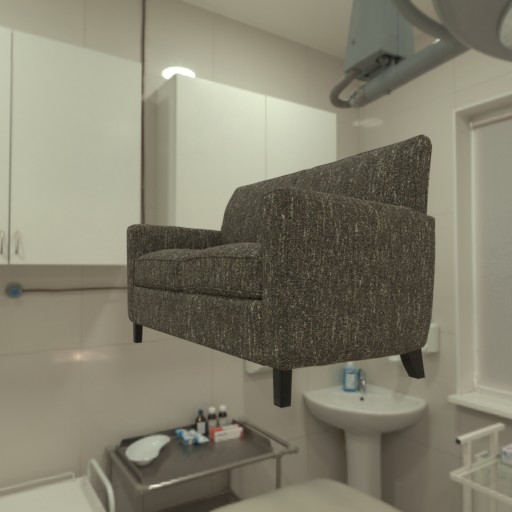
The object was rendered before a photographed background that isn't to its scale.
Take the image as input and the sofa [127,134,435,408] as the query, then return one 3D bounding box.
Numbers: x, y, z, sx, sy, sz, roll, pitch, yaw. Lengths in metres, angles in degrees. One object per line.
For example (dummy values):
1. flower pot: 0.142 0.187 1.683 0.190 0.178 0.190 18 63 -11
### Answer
1. sofa: 0.000 0.000 2.107 0.801 0.946 1.519 1 -2 -33
